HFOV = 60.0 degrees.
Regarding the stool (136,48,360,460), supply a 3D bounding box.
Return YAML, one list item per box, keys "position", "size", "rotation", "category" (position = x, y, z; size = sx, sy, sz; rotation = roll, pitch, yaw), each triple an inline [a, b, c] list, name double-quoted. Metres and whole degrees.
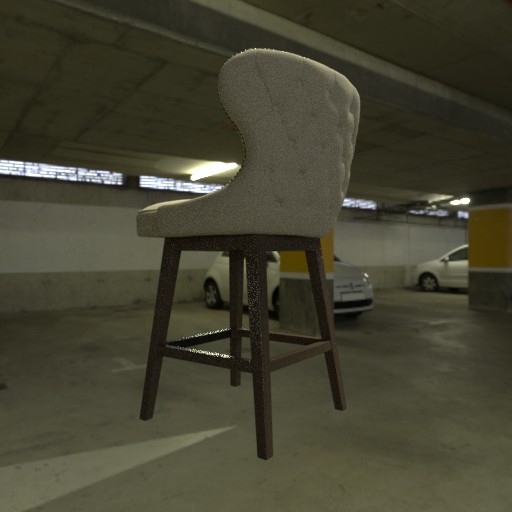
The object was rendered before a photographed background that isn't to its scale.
- position: [0.000, 0.000, 1.347]
  size: [0.597, 0.972, 0.615]
  rotation: [0, 0, 36]
  category: "stool"
